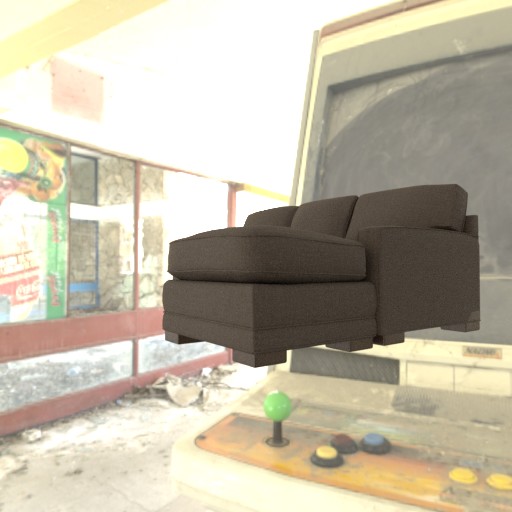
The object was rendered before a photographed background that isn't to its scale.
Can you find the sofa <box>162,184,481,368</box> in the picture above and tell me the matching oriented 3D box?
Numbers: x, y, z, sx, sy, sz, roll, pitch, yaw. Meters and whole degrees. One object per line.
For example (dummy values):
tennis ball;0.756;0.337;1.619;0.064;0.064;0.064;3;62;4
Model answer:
sofa;0.000;0.000;3.220;1.790;0.973;2.370;1;-2;-36
